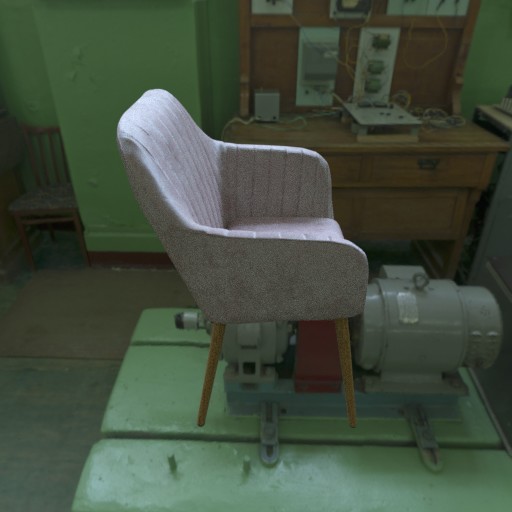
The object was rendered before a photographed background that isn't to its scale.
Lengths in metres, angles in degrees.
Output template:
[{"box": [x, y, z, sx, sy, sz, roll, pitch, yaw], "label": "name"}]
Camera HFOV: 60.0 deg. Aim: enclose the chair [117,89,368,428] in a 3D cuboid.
[{"box": [0.000, 0.000, 1.234, 0.570, 0.832, 0.610, 0, 31, 0], "label": "chair"}]
